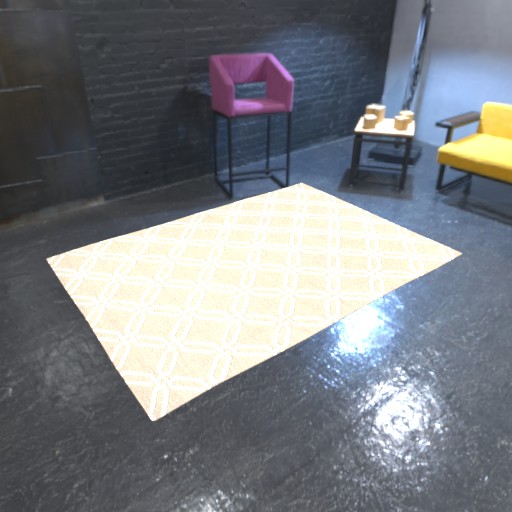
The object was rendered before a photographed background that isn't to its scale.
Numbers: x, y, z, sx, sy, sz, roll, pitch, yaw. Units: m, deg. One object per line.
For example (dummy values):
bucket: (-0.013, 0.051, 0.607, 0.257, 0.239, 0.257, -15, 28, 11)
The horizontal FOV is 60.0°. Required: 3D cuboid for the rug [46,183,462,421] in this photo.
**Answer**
rug: (0.000, 0.000, 2.766, 2.135, 0.013, 1.524, -21, 37, -31)
